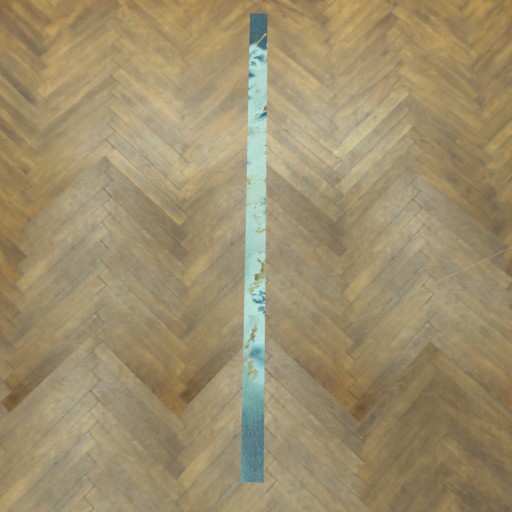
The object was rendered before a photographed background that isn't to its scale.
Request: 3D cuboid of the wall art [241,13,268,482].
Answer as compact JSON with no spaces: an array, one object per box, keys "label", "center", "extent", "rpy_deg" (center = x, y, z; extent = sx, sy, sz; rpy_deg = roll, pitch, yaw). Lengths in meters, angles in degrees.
[{"label":"wall art","center":[0.000,0.000,1.128],"extent":[0.038,0.608,0.912],"rpy_deg":[1,76,0]}]
